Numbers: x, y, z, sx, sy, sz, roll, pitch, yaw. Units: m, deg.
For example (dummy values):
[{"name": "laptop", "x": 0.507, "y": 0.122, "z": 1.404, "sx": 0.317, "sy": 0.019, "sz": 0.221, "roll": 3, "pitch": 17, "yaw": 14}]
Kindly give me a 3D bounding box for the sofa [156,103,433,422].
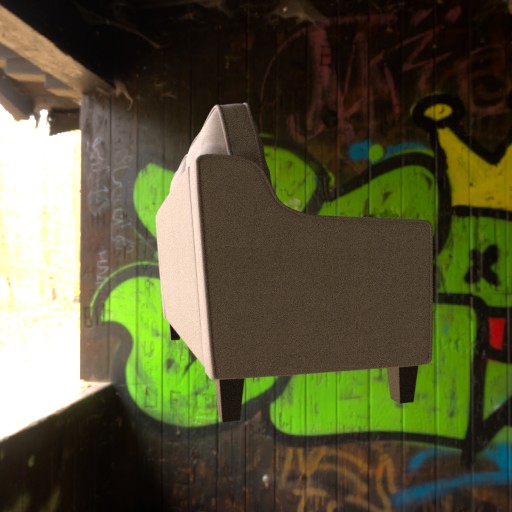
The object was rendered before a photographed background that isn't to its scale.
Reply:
[{"name": "sofa", "x": 0.000, "y": 0.000, "z": 2.002, "sx": 0.791, "sy": 0.948, "sz": 1.500, "roll": 0, "pitch": -1, "yaw": -17}]
